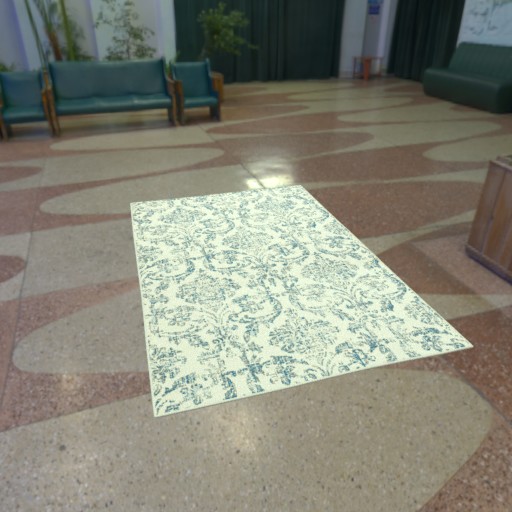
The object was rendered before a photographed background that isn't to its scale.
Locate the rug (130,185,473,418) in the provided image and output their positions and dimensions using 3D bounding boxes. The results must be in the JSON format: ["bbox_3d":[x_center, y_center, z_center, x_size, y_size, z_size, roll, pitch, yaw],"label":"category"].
[{"bbox_3d":[0.000,0.000,3.484,1.819,0.018,2.746,-8,30,-14],"label":"rug"}]
